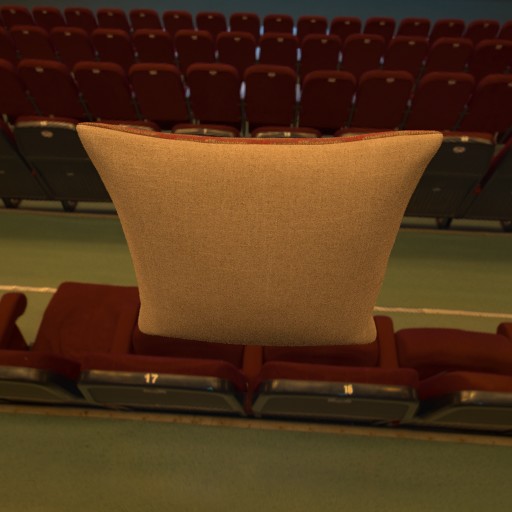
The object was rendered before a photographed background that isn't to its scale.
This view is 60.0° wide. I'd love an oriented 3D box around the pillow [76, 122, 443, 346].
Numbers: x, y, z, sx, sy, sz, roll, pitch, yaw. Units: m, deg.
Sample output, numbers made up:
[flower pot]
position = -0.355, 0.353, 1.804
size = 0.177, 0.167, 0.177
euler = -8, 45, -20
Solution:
[pillow]
position = 0.000, 0.000, 0.784
size = 0.511, 0.503, 0.182
euler = 2, 46, 2
